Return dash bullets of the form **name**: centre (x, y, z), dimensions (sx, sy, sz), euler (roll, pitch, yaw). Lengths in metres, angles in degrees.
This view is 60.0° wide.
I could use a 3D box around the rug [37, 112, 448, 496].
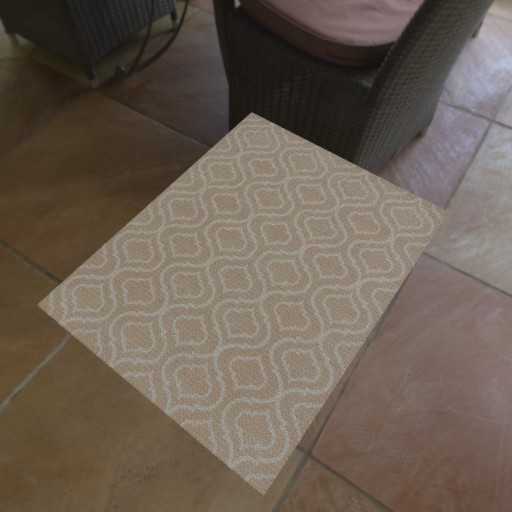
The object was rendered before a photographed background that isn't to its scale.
- **rug**: centre (0.000, 0.000, 3.854), dimensions (2.286, 0.013, 2.894), euler (32, 63, 19)
